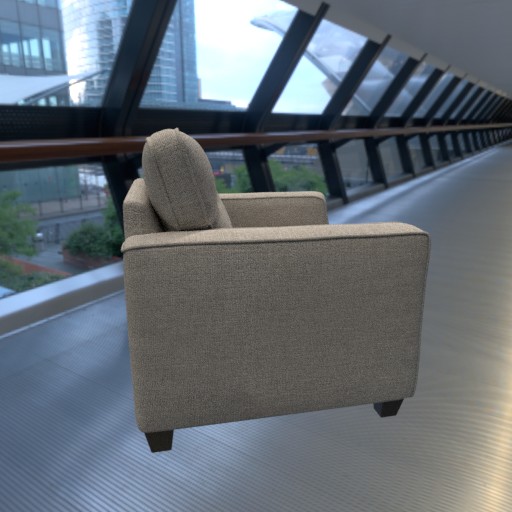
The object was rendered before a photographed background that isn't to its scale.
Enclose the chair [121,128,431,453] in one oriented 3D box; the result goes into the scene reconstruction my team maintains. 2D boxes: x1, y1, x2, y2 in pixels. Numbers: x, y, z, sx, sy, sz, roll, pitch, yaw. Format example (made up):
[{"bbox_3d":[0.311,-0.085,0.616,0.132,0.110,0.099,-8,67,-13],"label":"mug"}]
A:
[{"bbox_3d":[0.000,0.000,1.754,0.939,0.965,1.015,-3,16,-12],"label":"chair"}]
